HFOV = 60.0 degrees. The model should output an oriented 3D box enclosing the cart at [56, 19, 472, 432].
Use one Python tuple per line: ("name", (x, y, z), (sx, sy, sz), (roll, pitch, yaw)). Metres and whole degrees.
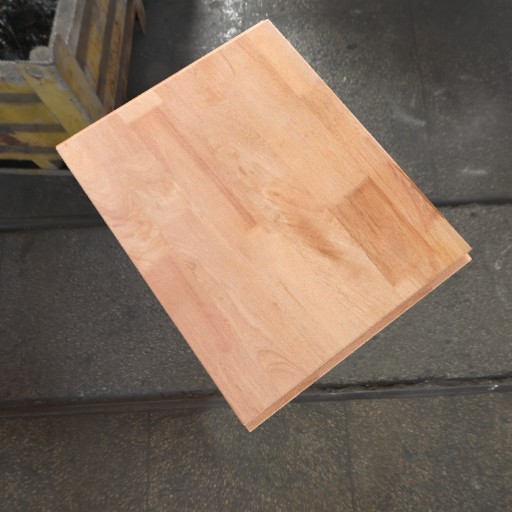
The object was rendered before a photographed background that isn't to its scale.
("cart", (0.000, 0.000, 1.213), (0.508, 0.838, 0.640), (-35, 78, -9))
